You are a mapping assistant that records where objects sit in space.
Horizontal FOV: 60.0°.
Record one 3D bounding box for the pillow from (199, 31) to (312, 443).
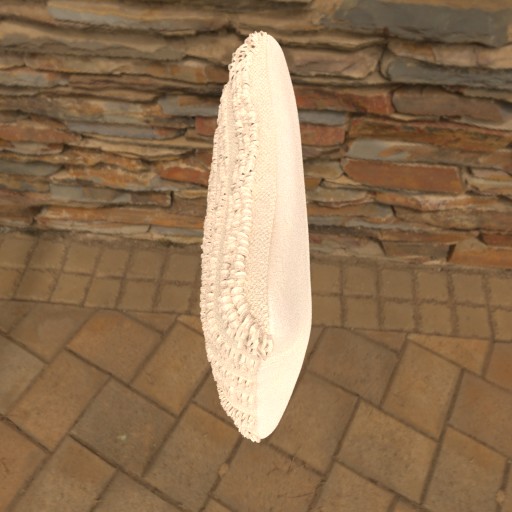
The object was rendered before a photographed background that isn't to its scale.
[{"bbox_3d":[0.000,0.000,0.630,0.145,0.427,0.437,0,58,0],"label":"pillow"}]
